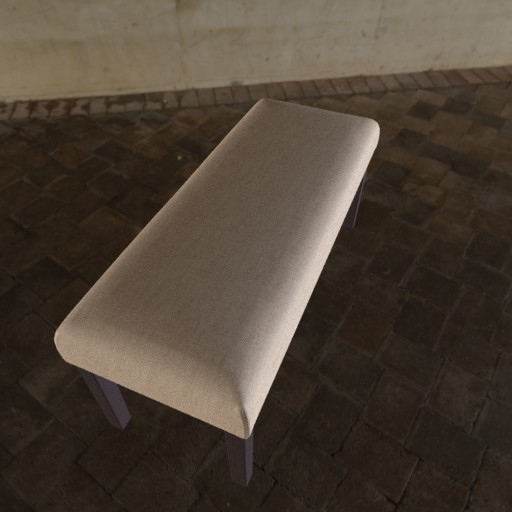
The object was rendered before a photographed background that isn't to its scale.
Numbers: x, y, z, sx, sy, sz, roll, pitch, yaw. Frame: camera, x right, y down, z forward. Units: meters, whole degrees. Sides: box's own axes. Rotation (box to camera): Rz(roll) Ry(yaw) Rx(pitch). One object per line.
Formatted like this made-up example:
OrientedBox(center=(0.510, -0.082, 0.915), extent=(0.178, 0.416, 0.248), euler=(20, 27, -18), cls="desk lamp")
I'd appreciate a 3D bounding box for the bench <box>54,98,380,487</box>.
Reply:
OrientedBox(center=(0.000, 0.000, 1.221), extent=(0.407, 0.456, 1.013), euler=(17, 48, 16), cls="bench")
